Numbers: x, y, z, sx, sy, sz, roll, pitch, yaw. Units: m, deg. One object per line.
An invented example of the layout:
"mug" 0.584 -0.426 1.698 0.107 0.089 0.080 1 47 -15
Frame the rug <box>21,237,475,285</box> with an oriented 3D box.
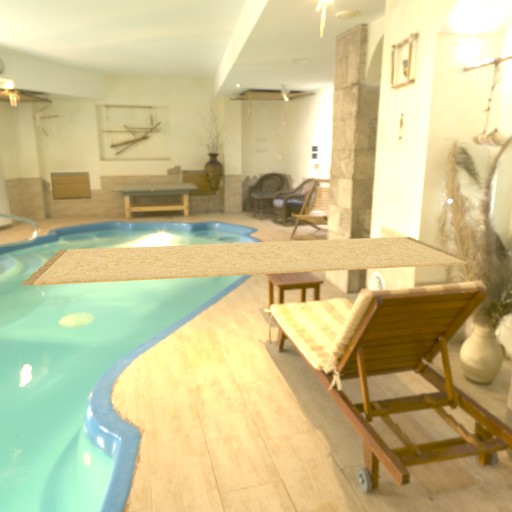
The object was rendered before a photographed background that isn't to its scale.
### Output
"rug" 0.000 0.000 2.830 2.544 0.015 0.795 -2 14 -10
